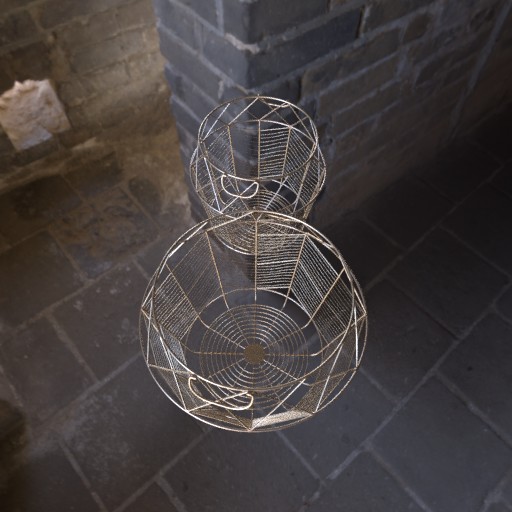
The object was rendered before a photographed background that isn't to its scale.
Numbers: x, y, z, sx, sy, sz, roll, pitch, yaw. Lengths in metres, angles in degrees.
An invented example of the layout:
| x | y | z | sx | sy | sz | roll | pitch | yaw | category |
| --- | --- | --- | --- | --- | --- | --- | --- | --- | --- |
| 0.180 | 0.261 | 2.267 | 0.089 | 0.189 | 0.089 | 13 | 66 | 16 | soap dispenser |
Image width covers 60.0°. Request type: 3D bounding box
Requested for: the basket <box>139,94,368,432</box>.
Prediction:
| x | y | z | sx | sy | sz | roll | pitch | yaw | category |
| --- | --- | --- | --- | --- | --- | --- | --- | --- | --- |
| 0.000 | 0.000 | 1.036 | 0.451 | 0.343 | 0.805 | 1 | 58 | 1 | basket |
